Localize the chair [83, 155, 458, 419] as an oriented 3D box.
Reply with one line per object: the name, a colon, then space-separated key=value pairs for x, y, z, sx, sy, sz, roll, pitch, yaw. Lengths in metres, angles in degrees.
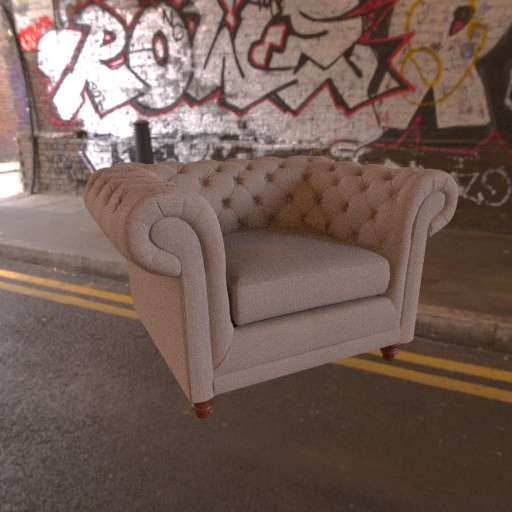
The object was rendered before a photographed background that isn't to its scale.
chair: x=0.000 y=0.000 z=1.890 sx=1.270 sy=0.770 sz=0.976 roll=-8 pitch=19 yaw=-26
